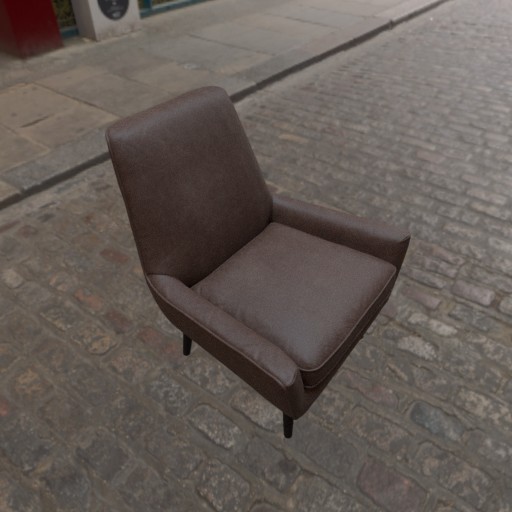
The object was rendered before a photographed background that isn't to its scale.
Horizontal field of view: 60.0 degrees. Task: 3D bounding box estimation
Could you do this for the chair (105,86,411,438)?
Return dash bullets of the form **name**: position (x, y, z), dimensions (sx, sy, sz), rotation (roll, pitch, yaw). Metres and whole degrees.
- **chair**: position (0.000, 0.000, 1.512), dimensions (0.824, 0.888, 0.787), rotation (26, 47, 27)
